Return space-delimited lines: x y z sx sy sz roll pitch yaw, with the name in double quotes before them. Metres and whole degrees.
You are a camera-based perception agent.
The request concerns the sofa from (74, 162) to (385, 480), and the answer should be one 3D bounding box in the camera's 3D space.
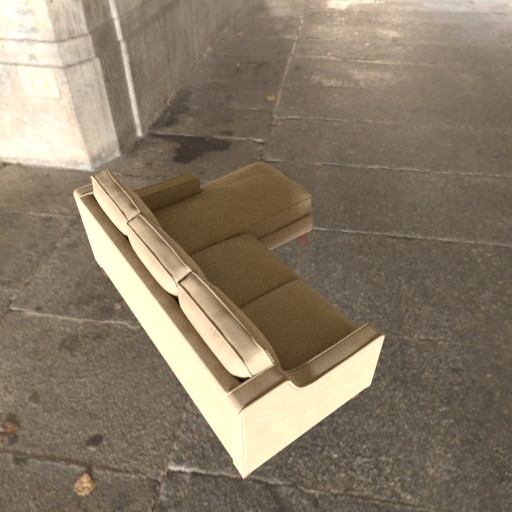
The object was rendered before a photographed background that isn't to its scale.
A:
"sofa" 0.000 0.000 3.362 1.858 1.066 2.317 -26 47 -26
